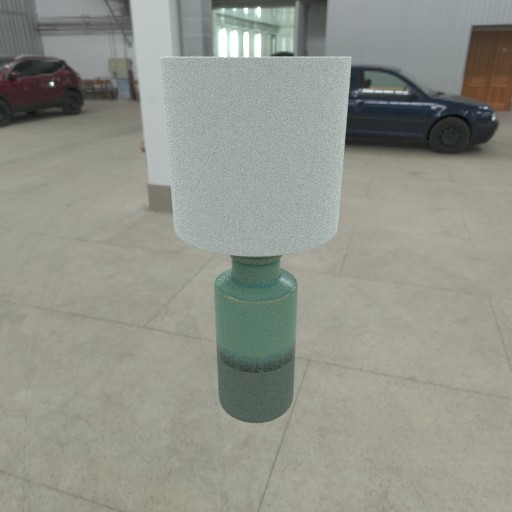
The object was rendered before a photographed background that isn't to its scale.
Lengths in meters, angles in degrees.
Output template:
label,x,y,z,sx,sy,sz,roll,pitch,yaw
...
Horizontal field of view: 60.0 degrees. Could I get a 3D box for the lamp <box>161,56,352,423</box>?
label,x,y,z,sx,sy,sz,roll,pitch,yaw
lamp,0.000,0.000,0.601,0.212,0.493,0.212,-7,25,-16
